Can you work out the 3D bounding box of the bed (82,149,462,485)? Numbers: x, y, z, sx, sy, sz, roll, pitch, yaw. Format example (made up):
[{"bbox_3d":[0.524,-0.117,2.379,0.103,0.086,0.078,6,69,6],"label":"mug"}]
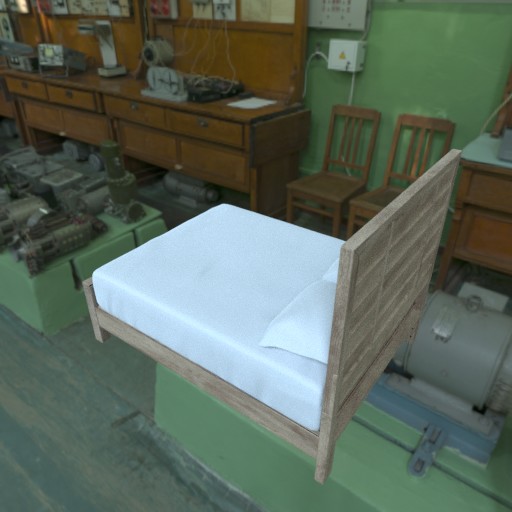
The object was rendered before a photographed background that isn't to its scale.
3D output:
[{"bbox_3d":[0.000,0.000,3.345,2.197,1.626,1.626,21,37,31],"label":"bed"}]
